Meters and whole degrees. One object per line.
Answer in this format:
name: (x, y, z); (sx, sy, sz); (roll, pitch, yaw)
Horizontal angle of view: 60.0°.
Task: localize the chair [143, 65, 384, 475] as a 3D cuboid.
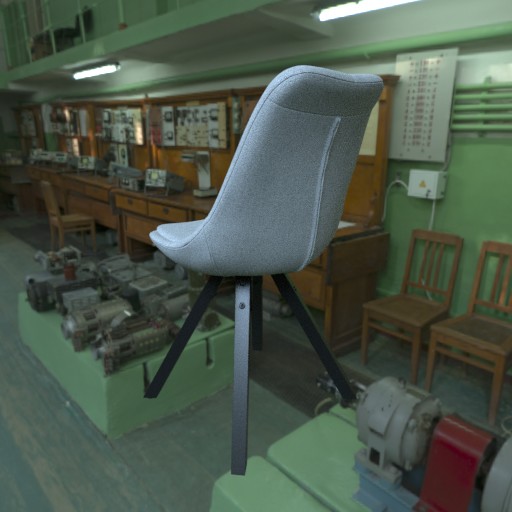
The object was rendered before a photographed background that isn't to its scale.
chair: (0.000, 0.000, 1.144); (0.485, 0.850, 0.550); (-15, 22, -41)
